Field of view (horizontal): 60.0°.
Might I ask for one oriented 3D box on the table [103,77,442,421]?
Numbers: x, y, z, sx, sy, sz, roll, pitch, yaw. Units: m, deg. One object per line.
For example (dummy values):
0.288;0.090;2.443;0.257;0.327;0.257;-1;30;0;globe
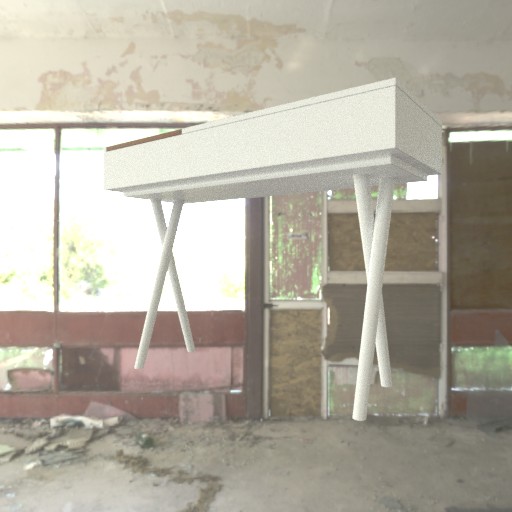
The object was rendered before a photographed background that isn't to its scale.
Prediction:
0.000;0.000;1.453;1.066;0.785;0.418;0;0;36;table
